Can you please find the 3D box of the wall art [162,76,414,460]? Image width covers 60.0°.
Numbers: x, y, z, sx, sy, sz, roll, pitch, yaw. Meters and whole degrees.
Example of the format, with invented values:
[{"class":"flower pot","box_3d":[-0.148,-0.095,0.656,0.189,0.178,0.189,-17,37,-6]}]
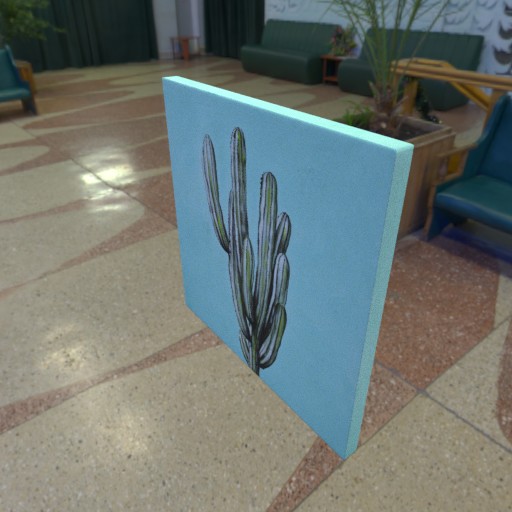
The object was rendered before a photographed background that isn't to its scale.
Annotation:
[{"class":"wall art","box_3d":[0.000,0.000,1.138,0.054,0.766,0.765,-22,38,-31]}]
